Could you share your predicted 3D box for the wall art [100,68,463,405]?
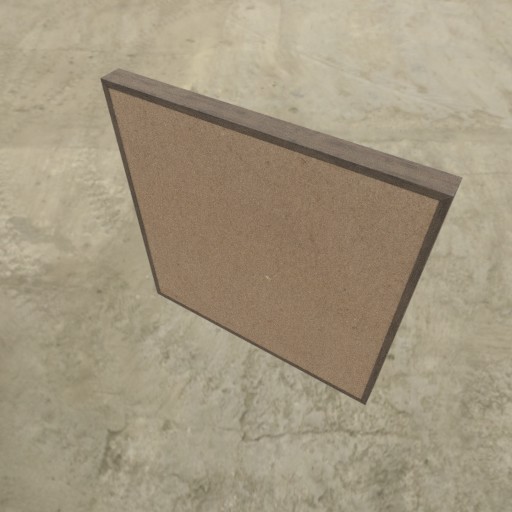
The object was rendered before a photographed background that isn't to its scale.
[{"bbox_3d":[0.000,0.000,0.751,0.508,0.508,0.038,24,52,21],"label":"wall art"}]
